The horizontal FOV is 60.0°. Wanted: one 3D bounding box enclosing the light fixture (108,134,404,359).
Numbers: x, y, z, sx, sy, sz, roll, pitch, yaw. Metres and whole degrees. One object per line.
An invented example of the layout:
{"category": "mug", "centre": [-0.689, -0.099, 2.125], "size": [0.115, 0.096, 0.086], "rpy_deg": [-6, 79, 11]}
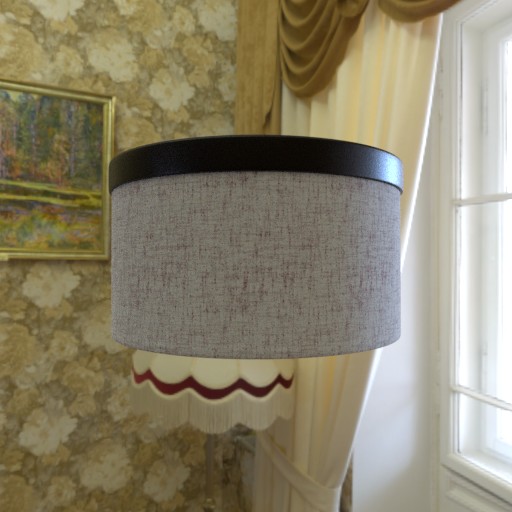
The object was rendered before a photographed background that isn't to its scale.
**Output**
{"category": "light fixture", "centre": [0.000, 0.000, 0.616], "size": [0.389, 0.229, 0.389], "rpy_deg": [0, -1, 0]}
